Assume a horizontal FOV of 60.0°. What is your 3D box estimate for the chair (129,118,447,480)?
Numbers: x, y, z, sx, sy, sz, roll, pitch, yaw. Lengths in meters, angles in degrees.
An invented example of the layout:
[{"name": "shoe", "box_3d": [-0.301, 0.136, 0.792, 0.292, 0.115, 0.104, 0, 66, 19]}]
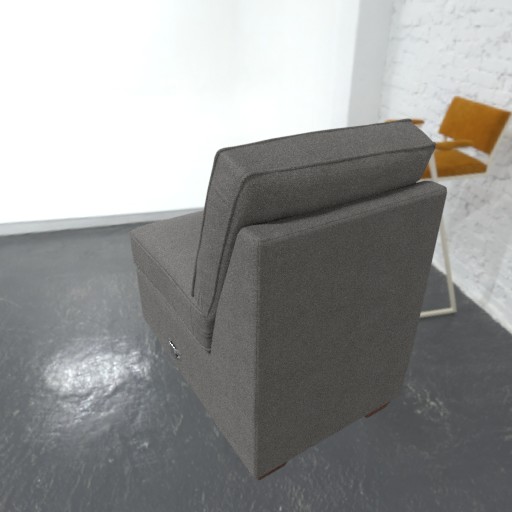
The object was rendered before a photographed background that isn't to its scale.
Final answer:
[{"name": "chair", "box_3d": [0.000, 0.000, 1.516, 0.621, 0.970, 0.938, -17, 32, -28]}]
